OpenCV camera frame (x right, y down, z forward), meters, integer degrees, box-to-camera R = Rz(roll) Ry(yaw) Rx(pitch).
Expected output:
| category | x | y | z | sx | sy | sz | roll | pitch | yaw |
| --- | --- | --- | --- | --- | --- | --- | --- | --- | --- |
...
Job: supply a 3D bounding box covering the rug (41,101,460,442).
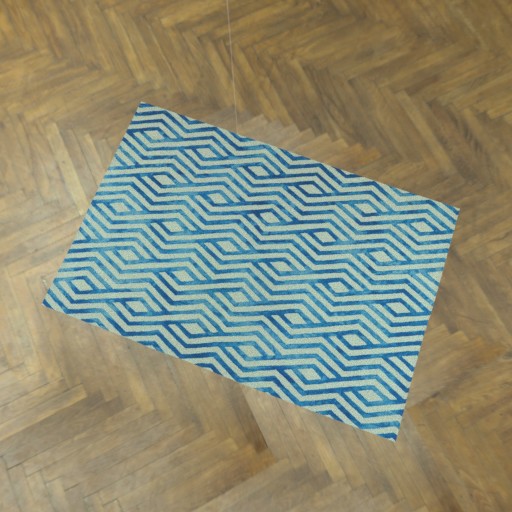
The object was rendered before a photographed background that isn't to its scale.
| category | x | y | z | sx | sy | sz | roll | pitch | yaw |
| --- | --- | --- | --- | --- | --- | --- | --- | --- | --- |
| rug | 0.000 | 0.000 | 2.267 | 1.830 | 0.008 | 1.225 | 20 | 77 | 5 |
